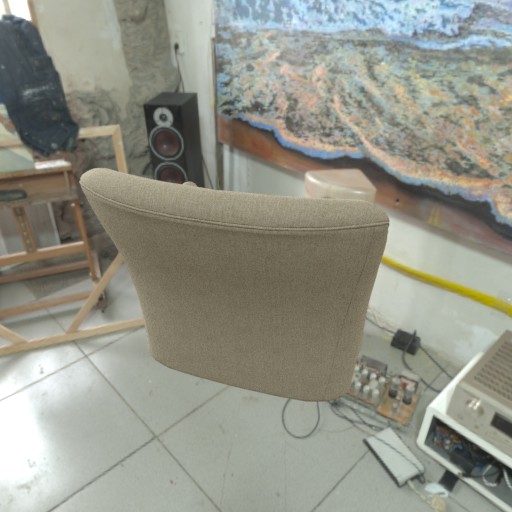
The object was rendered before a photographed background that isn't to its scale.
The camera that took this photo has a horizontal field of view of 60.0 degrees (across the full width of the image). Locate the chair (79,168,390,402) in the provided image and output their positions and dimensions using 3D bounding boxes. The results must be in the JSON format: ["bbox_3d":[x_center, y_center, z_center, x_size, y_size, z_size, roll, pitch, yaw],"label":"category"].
[{"bbox_3d":[0.000,0.000,1.609,0.864,0.856,0.923,9,33,14],"label":"chair"}]
